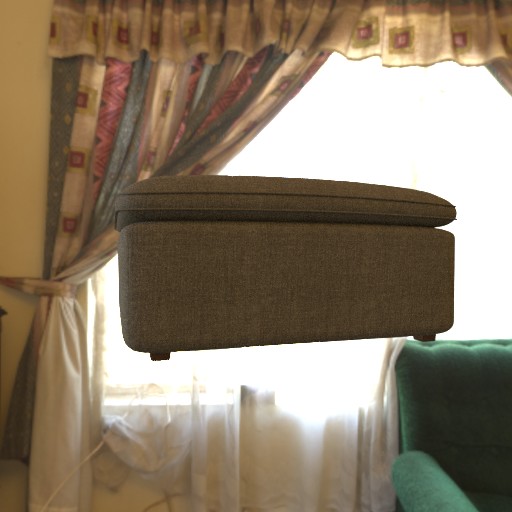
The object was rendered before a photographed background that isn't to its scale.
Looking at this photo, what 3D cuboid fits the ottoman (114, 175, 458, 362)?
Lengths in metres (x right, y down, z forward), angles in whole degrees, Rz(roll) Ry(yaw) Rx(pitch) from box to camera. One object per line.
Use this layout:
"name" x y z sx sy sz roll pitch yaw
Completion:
"ottoman" 0.000 0.000 1.752 1.067 0.559 1.067 0 0 -18
